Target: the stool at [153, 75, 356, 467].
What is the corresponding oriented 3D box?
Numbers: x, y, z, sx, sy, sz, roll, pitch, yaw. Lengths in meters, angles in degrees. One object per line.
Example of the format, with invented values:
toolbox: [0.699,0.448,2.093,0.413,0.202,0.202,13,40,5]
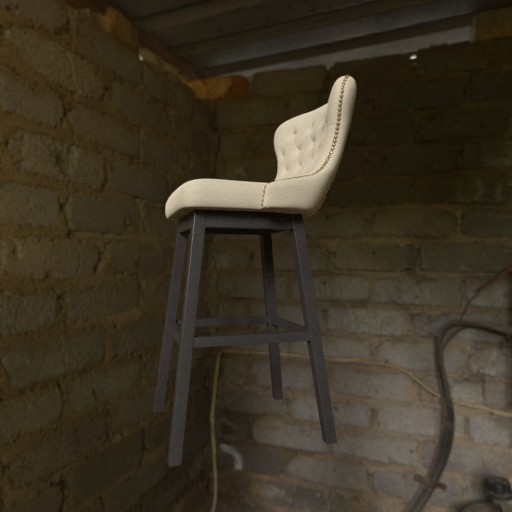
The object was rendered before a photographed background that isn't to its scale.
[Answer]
stool: [0.000,0.000,1.424,0.605,1.066,0.528,0,-1,-18]
